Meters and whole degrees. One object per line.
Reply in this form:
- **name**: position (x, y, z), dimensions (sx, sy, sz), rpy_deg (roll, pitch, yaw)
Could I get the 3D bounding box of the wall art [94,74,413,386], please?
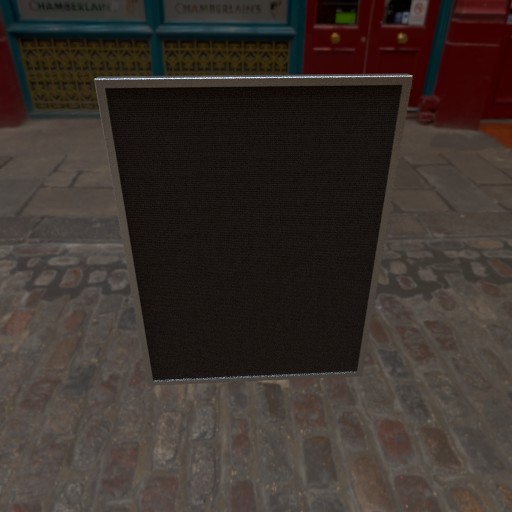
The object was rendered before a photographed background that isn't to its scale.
- **wall art**: position (0.000, 0.000, 1.397), dimensions (0.801, 1.062, 0.037), rpy_deg (-2, 31, -3)
